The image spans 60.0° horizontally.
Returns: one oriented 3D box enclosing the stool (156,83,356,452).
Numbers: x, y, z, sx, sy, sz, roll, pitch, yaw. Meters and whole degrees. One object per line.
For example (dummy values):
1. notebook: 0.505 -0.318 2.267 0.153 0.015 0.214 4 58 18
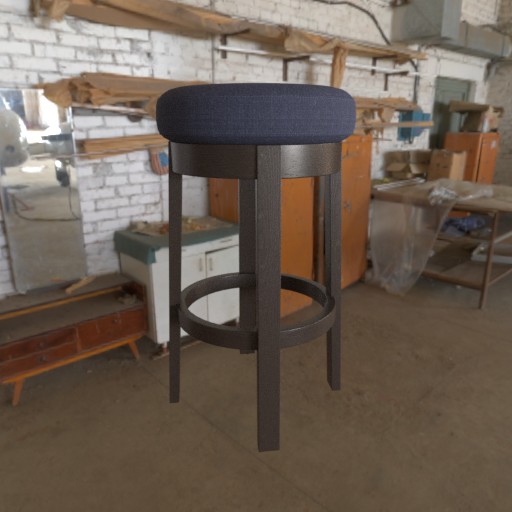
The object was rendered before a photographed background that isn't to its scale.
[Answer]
1. stool: 0.000 0.000 1.061 0.446 0.758 0.446 0 17 0
